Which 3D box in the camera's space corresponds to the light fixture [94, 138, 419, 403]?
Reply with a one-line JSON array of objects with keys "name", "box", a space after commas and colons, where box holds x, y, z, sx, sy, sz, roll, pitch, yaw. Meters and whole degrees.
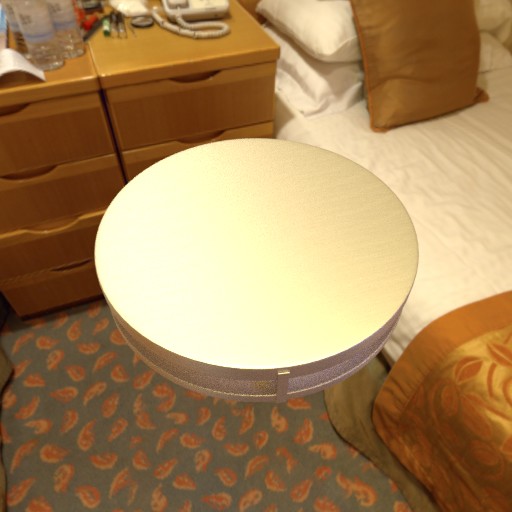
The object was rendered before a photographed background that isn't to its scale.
[{"name": "light fixture", "box": [0.000, 0.000, 0.534, 0.356, 0.102, 0.356, 0, 47, 0]}]
